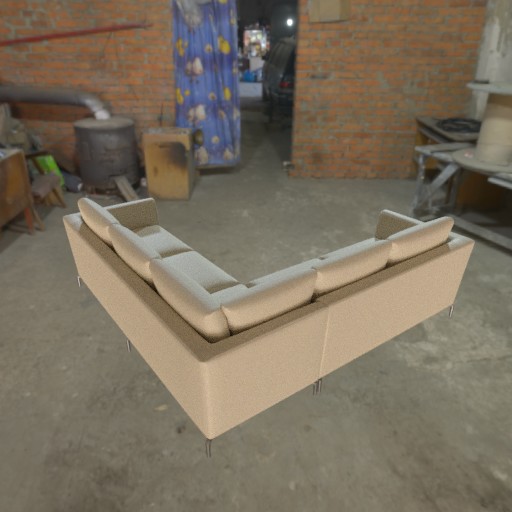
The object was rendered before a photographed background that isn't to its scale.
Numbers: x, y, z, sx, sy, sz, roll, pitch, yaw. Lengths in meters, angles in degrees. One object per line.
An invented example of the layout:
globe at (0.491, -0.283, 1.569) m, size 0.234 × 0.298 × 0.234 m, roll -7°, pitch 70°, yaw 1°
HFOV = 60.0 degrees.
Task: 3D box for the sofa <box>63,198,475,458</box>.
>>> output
sofa at (0.000, 0.000, 3.733) m, size 2.430 × 0.867 × 2.448 m, roll -18°, pitch 31°, yaw -32°
